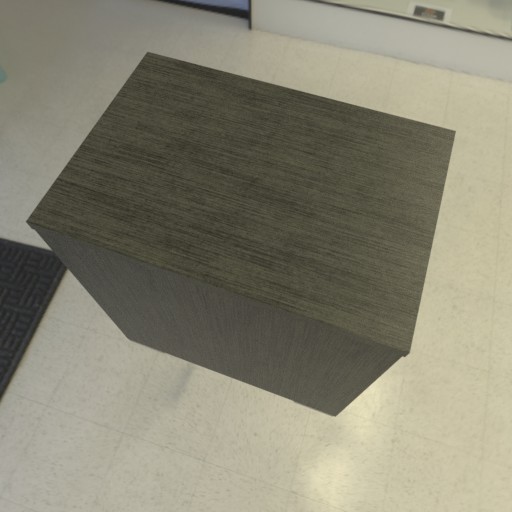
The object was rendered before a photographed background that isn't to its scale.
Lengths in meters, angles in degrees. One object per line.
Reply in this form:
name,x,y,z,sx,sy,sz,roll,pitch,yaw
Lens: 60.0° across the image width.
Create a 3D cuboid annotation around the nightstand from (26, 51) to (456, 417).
nightstand,0.000,0.000,0.746,0.441,0.460,0.325,18,64,9
